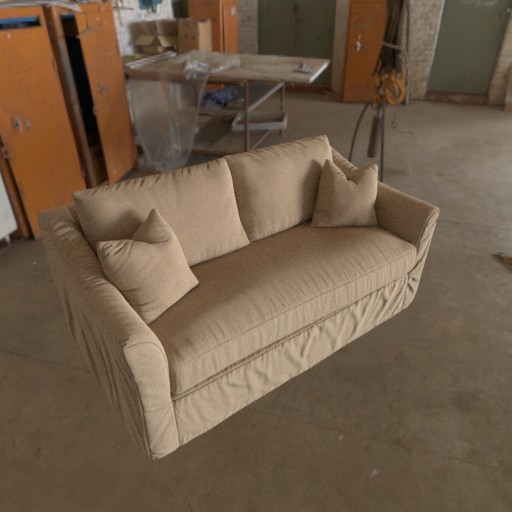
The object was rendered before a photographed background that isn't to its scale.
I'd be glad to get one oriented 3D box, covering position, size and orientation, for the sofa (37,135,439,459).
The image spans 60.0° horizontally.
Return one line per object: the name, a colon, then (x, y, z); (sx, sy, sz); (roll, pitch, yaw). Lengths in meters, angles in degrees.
sofa: (0.000, 0.000, 2.562); (2.010, 1.018, 1.072); (-22, 38, -31)
